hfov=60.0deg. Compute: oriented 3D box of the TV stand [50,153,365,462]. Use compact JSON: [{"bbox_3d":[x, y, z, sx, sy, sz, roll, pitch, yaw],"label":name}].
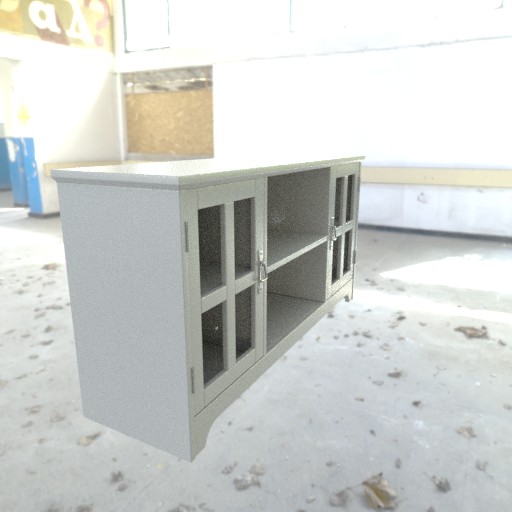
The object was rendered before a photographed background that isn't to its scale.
[{"bbox_3d":[0.000,0.000,1.423,0.344,0.603,1.167,8,17,28],"label":"TV stand"}]
